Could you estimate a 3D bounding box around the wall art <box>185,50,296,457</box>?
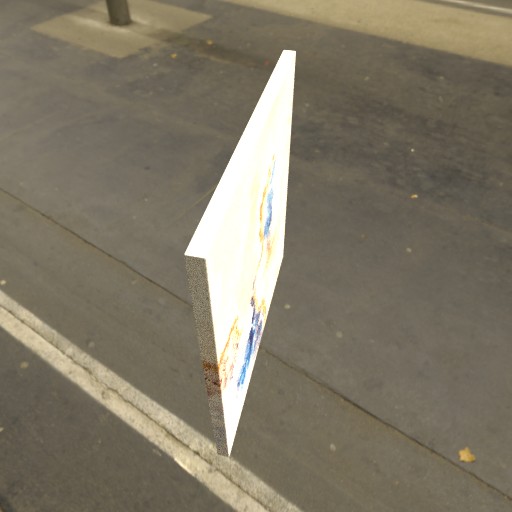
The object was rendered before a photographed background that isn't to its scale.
[{"bbox_3d":[0.000,0.000,1.354,0.038,0.889,0.889,10,47,9],"label":"wall art"}]
